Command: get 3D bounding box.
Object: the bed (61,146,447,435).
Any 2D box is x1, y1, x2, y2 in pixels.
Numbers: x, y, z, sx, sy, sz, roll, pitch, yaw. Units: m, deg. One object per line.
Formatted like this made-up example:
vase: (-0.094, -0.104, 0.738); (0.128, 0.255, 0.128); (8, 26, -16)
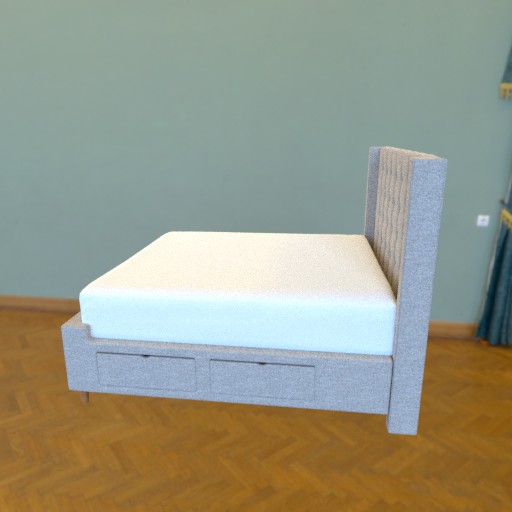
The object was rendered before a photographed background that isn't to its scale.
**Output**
bed: (0.000, 0.000, 3.716); (2.372, 1.748, 2.044); (2, 16, 7)
